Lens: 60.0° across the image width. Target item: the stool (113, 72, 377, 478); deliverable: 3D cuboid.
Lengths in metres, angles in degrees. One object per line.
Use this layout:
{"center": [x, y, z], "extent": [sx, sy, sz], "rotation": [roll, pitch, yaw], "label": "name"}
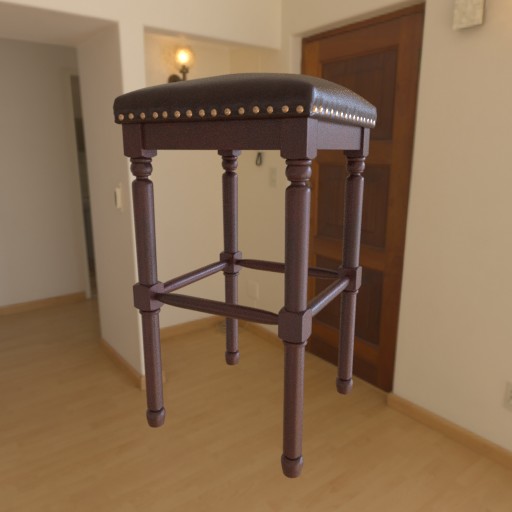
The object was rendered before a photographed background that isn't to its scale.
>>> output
{"center": [0.000, 0.000, 0.928], "extent": [0.382, 0.702, 0.383], "rotation": [7, 15, 27], "label": "stool"}
